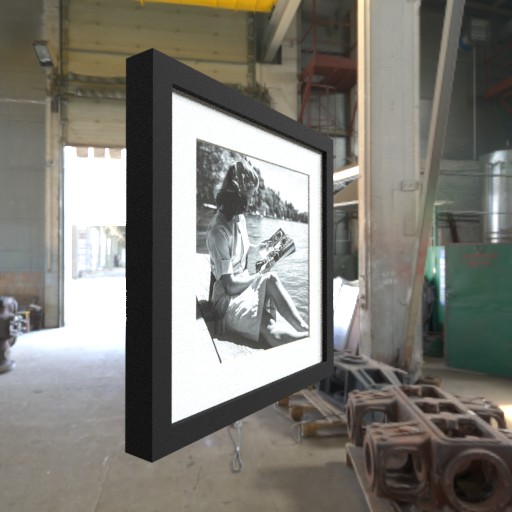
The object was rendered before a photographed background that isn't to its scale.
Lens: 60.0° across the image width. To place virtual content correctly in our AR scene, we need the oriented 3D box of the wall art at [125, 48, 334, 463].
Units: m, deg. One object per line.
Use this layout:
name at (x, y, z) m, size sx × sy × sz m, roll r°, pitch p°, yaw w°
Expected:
wall art at (0.000, 0.000, 0.460) m, size 0.030 × 0.305 × 0.308 m, roll 0°, pitch -1°, yaw 35°
